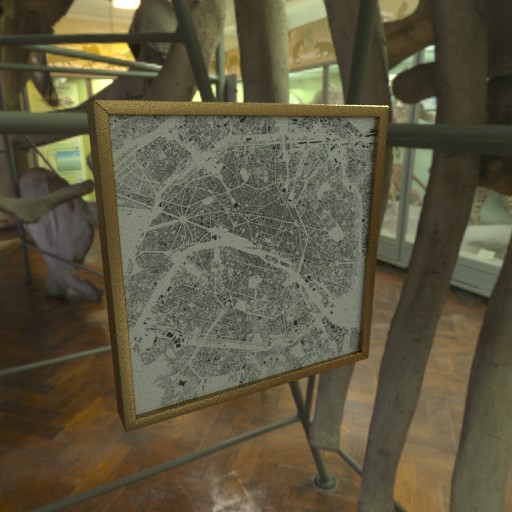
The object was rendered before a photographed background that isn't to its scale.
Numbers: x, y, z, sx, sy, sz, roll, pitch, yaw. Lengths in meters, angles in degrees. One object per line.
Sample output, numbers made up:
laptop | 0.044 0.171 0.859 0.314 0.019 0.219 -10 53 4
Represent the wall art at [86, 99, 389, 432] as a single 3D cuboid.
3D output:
wall art | 0.000 0.000 0.468 0.305 0.305 0.037 -9 19 -27
